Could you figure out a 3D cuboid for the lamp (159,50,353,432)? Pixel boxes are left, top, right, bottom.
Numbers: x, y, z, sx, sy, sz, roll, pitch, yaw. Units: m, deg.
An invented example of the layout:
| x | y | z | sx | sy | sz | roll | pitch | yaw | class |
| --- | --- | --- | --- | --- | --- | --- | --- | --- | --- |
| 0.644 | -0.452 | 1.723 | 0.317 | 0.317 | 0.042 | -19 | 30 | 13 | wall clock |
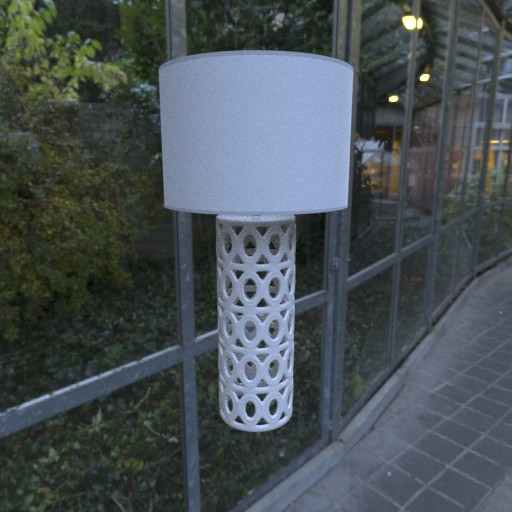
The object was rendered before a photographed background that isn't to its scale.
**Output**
| x | y | z | sx | sy | sz | roll | pitch | yaw | class |
| --- | --- | --- | --- | --- | --- | --- | --- | --- | --- |
| 0.000 | 0.000 | 0.823 | 0.324 | 0.636 | 0.325 | -6 | 13 | -27 | lamp |
